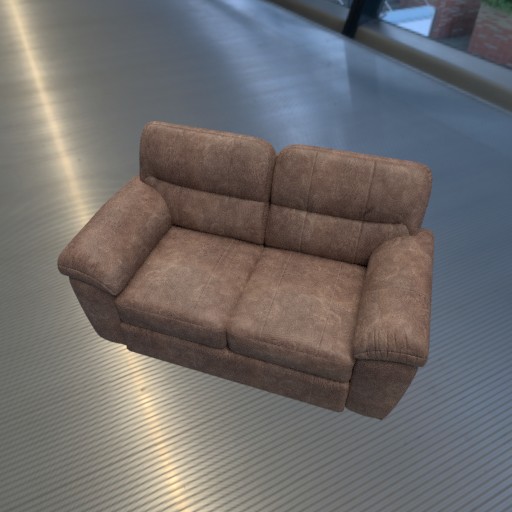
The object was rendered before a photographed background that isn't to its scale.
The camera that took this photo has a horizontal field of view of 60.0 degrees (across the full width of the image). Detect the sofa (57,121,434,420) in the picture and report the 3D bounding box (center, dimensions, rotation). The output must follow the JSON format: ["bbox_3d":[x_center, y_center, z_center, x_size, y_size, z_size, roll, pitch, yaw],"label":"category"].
[{"bbox_3d":[0.000,0.000,2.349,1.753,0.991,0.991,13,44,13],"label":"sofa"}]
